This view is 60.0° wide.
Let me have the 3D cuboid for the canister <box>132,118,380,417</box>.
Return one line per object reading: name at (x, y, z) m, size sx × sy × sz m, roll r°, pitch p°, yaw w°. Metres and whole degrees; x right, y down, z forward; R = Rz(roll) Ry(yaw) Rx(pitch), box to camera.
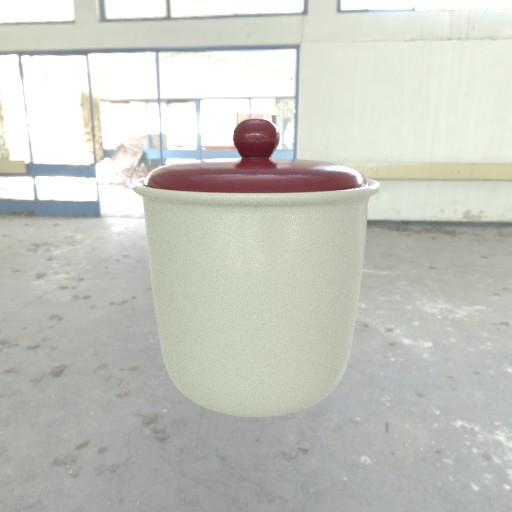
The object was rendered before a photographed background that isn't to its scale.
canister at (0.000, 0.000, 0.350) m, size 0.182 × 0.208 × 0.182 m, roll 0°, pitch 14°, yaw 0°
